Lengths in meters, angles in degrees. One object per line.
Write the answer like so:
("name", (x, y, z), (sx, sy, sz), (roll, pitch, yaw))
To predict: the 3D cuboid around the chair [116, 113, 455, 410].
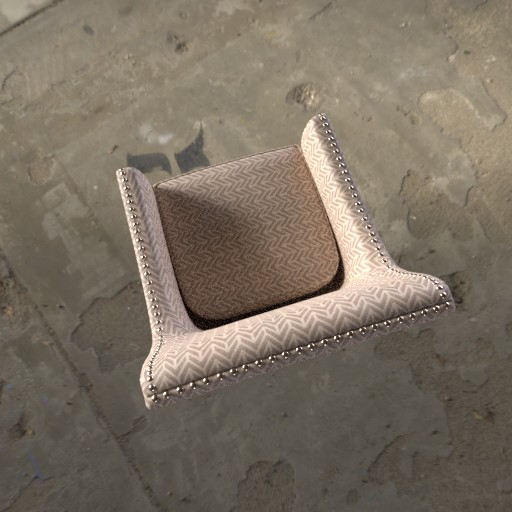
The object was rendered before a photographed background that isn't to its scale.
("chair", (0.000, 0.000, 1.273), (0.623, 0.816, 0.651), (-17, 75, -5))
